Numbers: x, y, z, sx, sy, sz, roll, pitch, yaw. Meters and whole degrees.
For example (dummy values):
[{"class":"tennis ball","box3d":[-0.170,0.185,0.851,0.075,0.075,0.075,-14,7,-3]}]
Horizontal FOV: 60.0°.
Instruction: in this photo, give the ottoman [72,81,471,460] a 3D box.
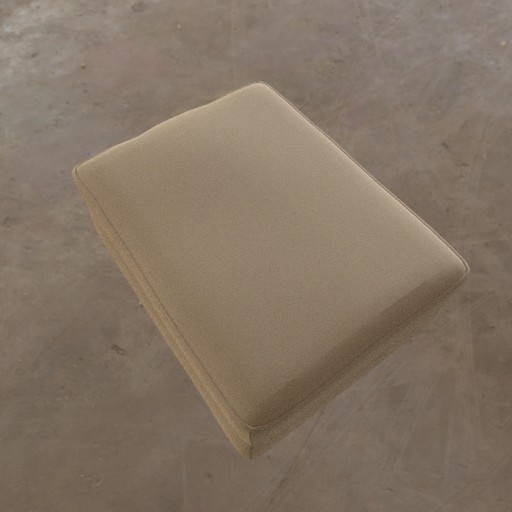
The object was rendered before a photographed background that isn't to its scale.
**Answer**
[{"class":"ottoman","box3d":[0.000,0.000,1.205,0.634,0.485,0.818,-31,64,-18]}]
